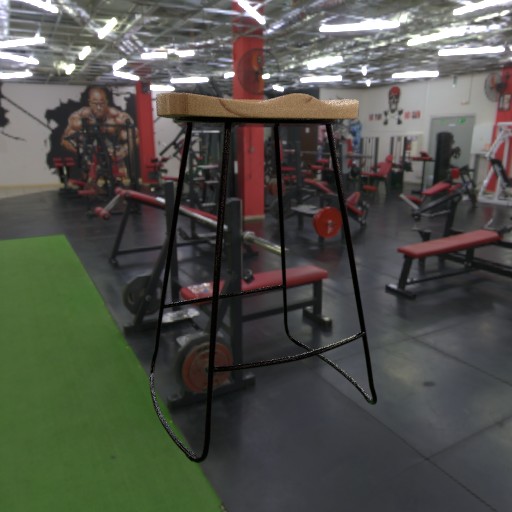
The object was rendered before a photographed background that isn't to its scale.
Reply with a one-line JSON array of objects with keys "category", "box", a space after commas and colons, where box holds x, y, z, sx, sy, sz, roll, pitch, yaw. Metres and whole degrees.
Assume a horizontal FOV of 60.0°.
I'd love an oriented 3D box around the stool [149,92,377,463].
[{"category": "stool", "box": [0.000, 0.000, 0.983, 0.480, 0.679, 0.401, -8, 17, -25]}]
